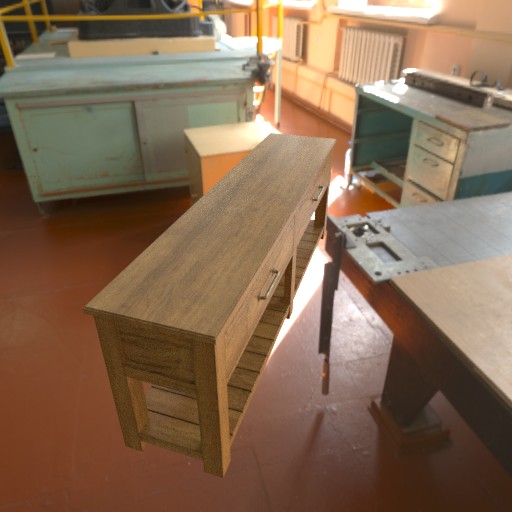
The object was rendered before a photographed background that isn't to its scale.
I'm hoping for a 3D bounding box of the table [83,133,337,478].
[{"bbox_3d":[0.000,0.000,2.091,0.425,0.635,1.815,10,33,16],"label":"table"}]
